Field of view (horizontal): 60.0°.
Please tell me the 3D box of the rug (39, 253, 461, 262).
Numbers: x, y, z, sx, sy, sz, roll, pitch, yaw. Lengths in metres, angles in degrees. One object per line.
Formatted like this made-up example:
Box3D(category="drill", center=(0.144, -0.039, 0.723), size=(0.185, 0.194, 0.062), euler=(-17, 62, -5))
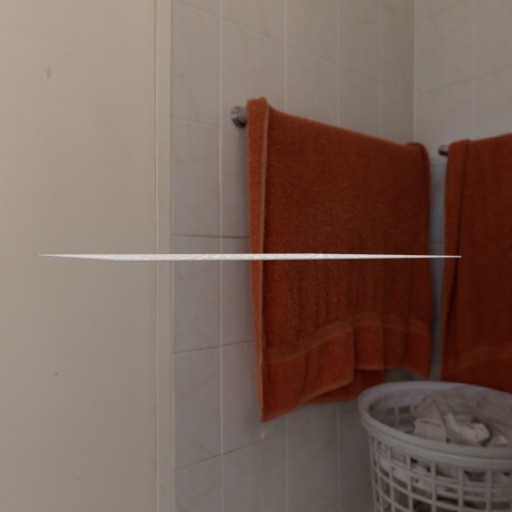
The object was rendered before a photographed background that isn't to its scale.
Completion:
Box3D(category="rug", center=(0.000, 0.000, 2.182), size=(1.749, 0.015, 1.141), euler=(0, 1, -37))
